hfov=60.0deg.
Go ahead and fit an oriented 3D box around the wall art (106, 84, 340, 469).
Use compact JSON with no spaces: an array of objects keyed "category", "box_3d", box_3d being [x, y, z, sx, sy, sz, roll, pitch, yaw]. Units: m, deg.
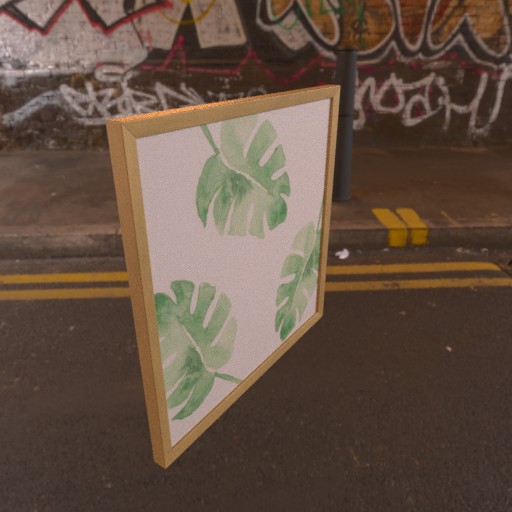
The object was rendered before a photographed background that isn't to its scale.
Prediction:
[{"category":"wall art","box_3d":[0.000,0.000,1.127,0.037,0.763,0.763,17,31,31]}]
